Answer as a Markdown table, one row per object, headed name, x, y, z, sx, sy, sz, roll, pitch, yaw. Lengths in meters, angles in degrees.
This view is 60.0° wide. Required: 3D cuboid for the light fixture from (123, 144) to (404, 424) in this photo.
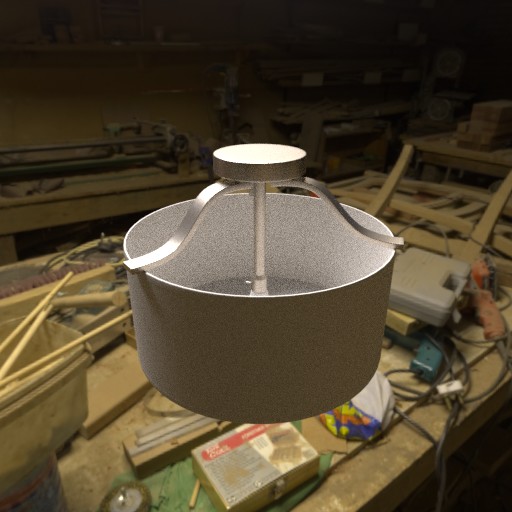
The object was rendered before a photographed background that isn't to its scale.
| name | x | y | z | sx | sy | sz | roll | pitch | yaw |
| --- | --- | --- | --- | --- | --- | --- | --- | --- | --- |
| light fixture | 0.000 | 0.000 | 0.656 | 0.395 | 0.304 | 0.395 | 0 | 25 | 0 |
